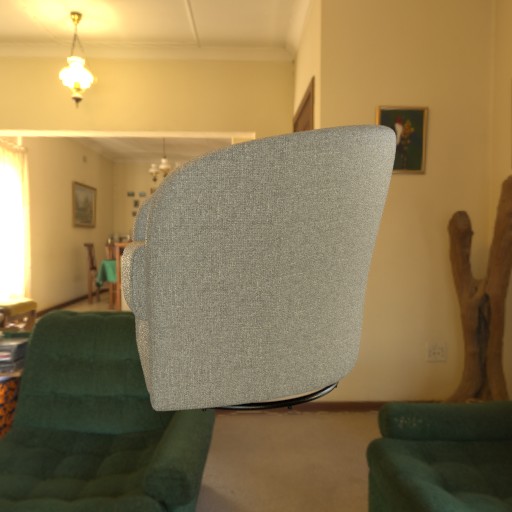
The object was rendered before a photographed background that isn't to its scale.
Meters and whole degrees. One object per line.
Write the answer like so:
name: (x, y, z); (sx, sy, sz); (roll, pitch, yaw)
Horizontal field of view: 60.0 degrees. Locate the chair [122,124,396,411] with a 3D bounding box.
chair: (0.000, 0.000, 1.408); (0.815, 0.771, 0.791); (-1, 3, -18)
